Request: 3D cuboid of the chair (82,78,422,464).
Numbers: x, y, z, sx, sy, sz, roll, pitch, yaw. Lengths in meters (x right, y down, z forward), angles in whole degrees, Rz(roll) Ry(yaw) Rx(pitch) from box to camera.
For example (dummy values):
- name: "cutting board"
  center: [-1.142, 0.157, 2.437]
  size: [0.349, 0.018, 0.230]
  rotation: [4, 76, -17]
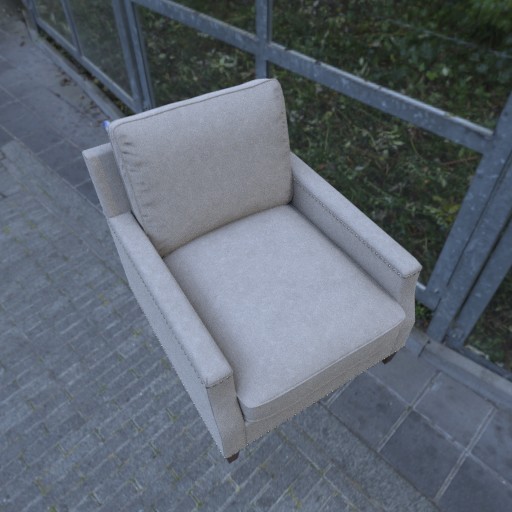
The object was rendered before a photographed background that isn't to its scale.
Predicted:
- name: "chair"
  center: [0.000, 0.000, 1.681]
  size: [0.853, 0.943, 1.014]
  rotation: [-25, 52, -21]
